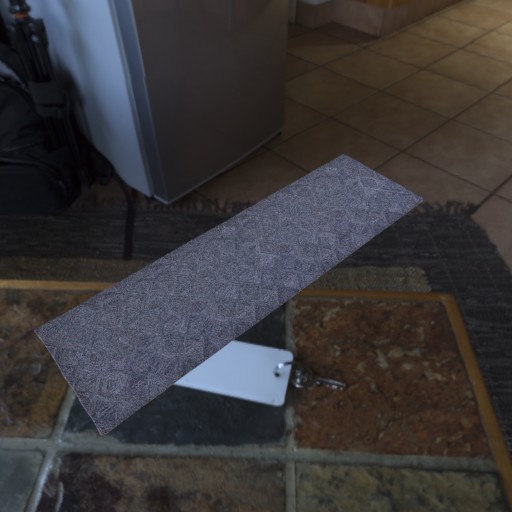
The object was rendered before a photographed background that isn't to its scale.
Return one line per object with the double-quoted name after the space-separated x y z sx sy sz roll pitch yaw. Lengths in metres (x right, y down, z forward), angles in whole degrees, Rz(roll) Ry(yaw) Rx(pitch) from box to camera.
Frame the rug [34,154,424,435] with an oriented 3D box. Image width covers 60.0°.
0.000 0.000 2.514 2.296 0.011 0.691 -33 55 -27 "rug"
